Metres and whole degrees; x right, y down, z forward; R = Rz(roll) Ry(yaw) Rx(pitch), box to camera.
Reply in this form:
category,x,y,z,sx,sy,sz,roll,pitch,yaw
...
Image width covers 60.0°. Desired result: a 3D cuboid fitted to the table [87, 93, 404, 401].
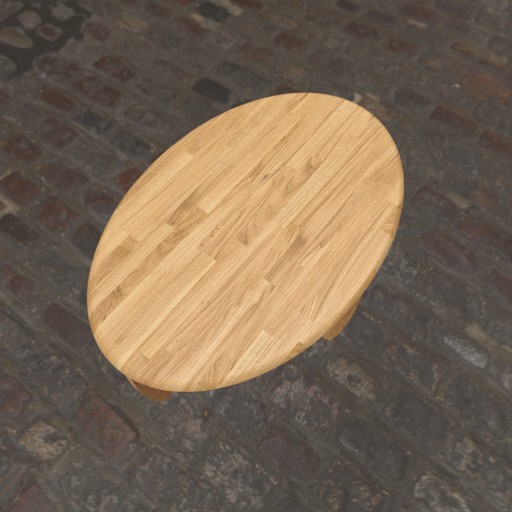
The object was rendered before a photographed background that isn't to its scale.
category,x,y,z,sx,sy,sz,roll,pitch,yaw
table,0.000,0.000,1.390,0.690,0.490,1.040,34,67,17
